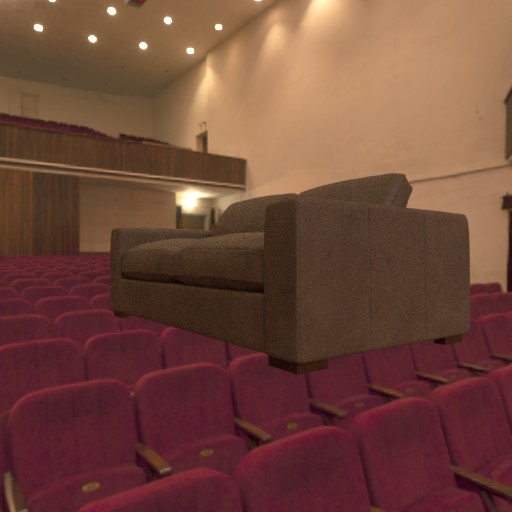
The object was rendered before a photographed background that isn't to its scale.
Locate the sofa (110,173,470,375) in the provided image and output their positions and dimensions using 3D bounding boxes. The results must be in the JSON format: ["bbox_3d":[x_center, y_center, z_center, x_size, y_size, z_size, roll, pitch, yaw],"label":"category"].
[{"bbox_3d":[0.000,0.000,2.492,1.070,0.800,1.920,0,0,-36],"label":"sofa"}]
